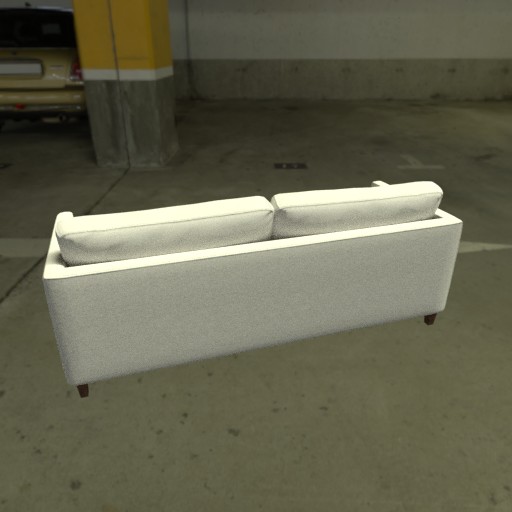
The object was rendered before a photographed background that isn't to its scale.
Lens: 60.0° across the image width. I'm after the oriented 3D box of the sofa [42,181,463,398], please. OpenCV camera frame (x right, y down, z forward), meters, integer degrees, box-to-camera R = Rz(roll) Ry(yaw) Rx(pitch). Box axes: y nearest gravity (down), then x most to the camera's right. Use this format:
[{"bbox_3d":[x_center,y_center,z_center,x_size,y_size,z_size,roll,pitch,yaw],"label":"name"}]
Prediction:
[{"bbox_3d":[0.000,0.000,2.847,2.361,0.962,0.951,-8,27,-16],"label":"sofa"}]
